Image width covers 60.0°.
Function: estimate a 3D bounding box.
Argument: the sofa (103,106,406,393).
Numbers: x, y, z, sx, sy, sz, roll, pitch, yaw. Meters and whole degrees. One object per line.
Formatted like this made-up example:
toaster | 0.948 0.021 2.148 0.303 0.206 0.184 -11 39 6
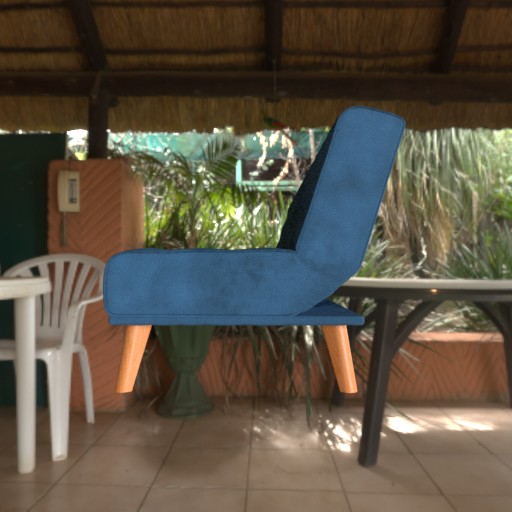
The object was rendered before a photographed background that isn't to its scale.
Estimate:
sofa | 0.000 0.000 2.144 0.855 0.813 1.804 0 -1 0
